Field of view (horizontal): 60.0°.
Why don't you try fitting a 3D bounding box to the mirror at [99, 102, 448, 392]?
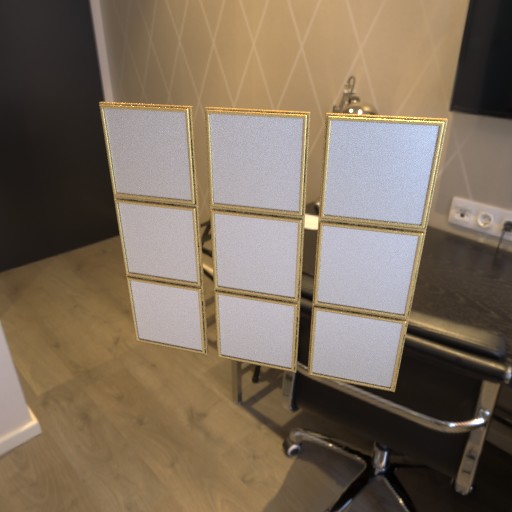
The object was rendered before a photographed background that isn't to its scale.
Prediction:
[{"bbox_3d":[0.000,0.000,1.462,1.011,0.926,0.023,8,29,14],"label":"mirror"}]
